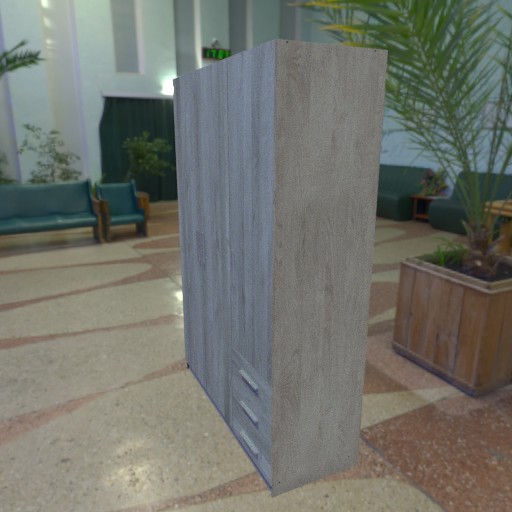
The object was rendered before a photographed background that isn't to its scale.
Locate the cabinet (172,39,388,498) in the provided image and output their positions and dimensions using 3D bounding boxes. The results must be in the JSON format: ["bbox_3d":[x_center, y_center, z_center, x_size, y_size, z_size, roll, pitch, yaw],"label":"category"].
[{"bbox_3d":[0.000,0.000,2.422,0.510,1.910,1.290,-7,17,-25],"label":"cabinet"}]
